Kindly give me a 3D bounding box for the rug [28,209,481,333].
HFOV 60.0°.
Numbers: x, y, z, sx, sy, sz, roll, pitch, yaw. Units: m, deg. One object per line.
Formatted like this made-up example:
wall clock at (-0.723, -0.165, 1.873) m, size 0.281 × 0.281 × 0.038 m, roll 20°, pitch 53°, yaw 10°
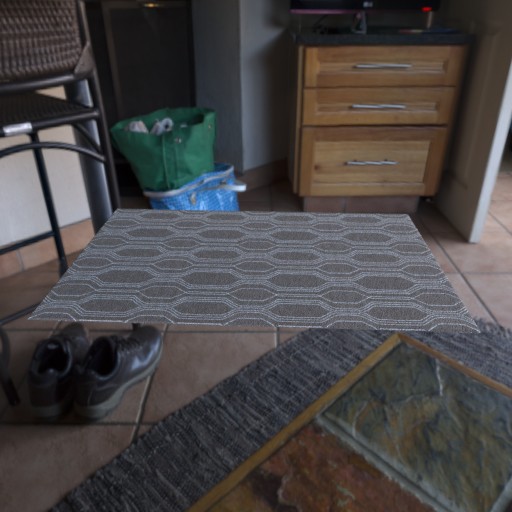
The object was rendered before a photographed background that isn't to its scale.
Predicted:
rug at (0.000, 0.000, 3.067) m, size 2.457 × 0.012 × 1.541 m, roll 1°, pitch 29°, yaw 2°
